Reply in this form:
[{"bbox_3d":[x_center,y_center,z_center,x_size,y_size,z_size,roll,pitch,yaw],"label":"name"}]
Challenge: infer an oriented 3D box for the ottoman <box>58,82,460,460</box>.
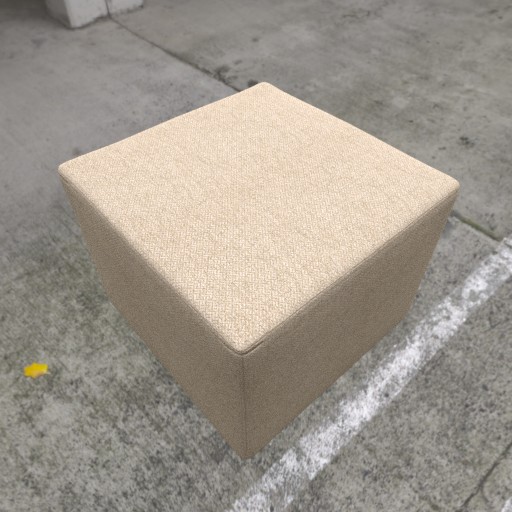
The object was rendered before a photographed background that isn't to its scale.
[{"bbox_3d":[0.000,0.000,0.895,0.508,0.432,0.508,-33,55,-27],"label":"ottoman"}]
